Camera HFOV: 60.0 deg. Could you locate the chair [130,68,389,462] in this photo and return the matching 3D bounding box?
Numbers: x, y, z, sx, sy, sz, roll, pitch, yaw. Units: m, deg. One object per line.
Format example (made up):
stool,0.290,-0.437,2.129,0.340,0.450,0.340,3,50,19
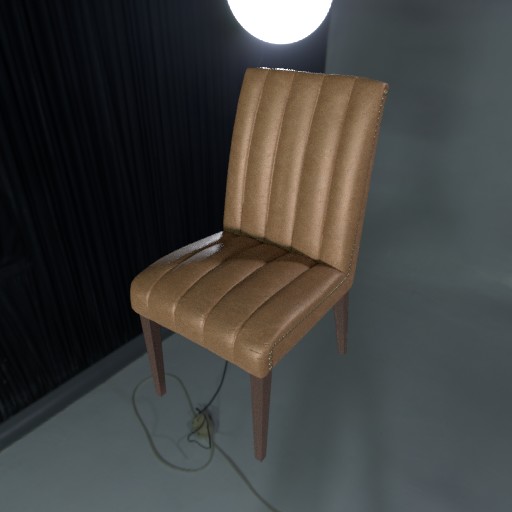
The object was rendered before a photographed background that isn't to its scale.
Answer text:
chair,0.000,0.000,1.392,0.511,1.016,0.647,20,35,31
